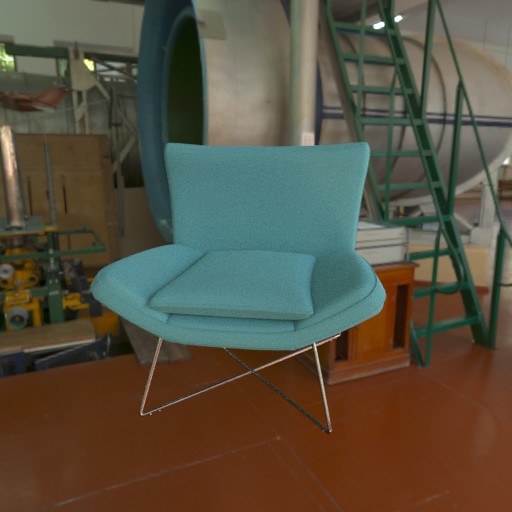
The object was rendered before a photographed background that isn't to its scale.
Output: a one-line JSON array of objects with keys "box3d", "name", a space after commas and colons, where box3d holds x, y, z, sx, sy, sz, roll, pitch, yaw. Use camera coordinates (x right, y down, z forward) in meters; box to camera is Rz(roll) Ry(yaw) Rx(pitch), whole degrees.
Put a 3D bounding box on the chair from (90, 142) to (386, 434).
[{"box3d": [0.000, 0.000, 1.699, 0.859, 0.855, 1.008, 2, 13, 9], "name": "chair"}]
